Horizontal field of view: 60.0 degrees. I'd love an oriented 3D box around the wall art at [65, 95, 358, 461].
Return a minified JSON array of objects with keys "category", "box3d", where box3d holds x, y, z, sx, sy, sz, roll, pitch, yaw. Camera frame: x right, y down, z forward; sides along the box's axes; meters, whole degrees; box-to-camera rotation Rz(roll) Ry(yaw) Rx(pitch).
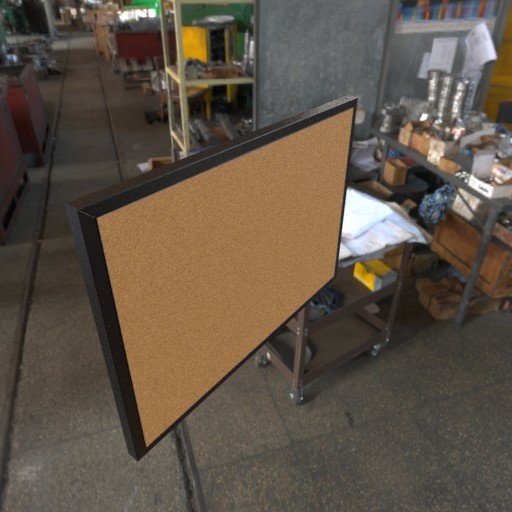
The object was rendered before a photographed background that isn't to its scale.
[{"category":"wall art","box3d":[0.000,0.000,0.826,0.027,0.458,0.657,23,39,31]}]
